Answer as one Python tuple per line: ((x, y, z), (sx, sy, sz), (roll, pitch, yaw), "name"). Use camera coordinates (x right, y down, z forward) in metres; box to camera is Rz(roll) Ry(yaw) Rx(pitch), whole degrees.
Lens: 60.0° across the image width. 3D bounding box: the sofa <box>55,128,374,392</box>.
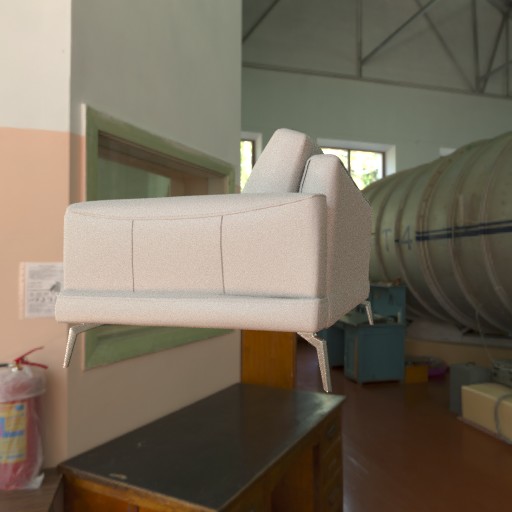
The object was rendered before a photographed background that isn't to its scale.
((0.000, 0.000, 2.409), (1.121, 0.930, 1.819), (0, -1, 19), "sofa")
